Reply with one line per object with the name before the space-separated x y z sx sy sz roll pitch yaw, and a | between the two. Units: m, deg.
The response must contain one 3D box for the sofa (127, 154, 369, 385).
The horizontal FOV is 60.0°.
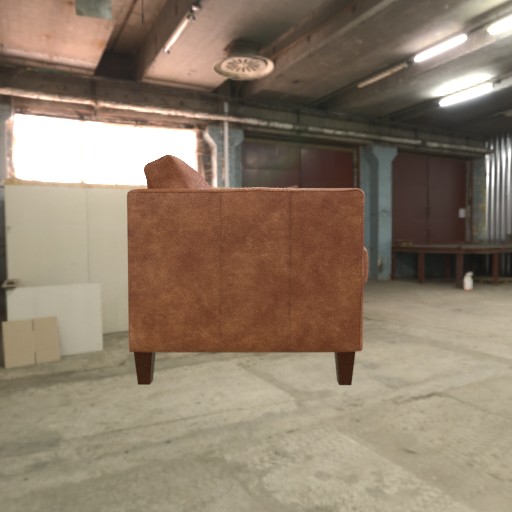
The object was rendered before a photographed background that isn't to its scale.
sofa | 0.000 0.000 3.021 1.045 1.006 2.464 0 2 0
